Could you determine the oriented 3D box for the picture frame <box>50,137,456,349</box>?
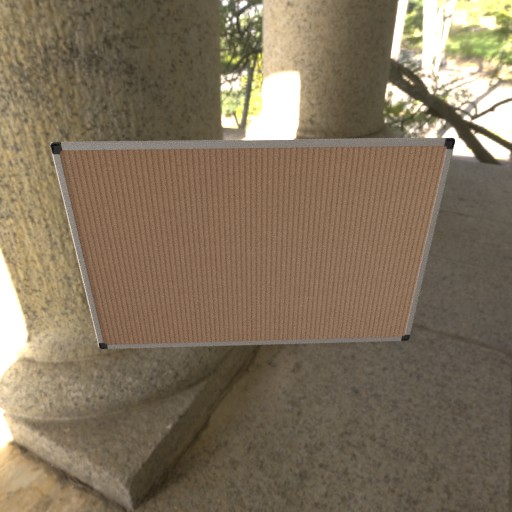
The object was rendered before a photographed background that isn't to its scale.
[{"bbox_3d":[0.000,0.000,1.135,0.900,0.600,0.010,-1,31,-2],"label":"picture frame"}]
